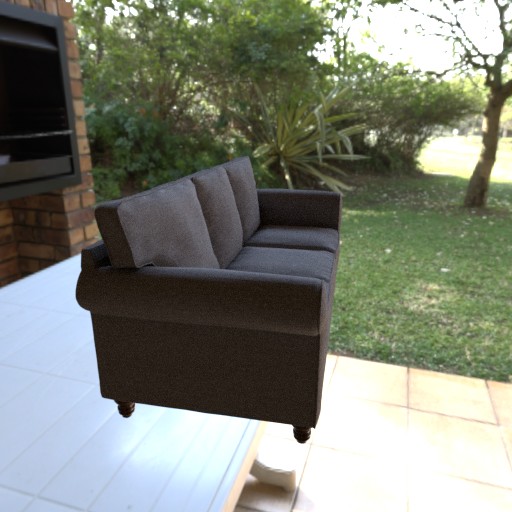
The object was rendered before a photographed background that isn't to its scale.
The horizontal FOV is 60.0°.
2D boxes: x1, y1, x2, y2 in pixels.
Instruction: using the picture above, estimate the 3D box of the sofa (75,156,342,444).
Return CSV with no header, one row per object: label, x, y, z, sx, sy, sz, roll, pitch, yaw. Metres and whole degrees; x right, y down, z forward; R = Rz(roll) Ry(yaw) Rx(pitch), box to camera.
sofa,0.000,0.000,2.520,0.916,0.961,2.084,4,18,12
